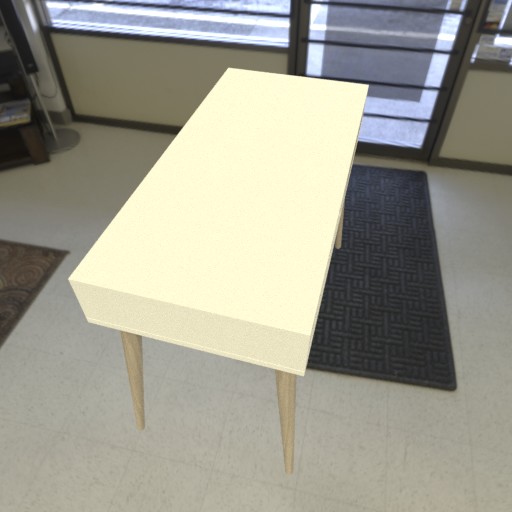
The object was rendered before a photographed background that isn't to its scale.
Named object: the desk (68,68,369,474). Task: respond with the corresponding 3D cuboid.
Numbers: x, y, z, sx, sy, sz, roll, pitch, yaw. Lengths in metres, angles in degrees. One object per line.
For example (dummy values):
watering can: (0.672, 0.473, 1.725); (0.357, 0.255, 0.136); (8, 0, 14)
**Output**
desk: (0.000, 0.000, 1.389); (0.491, 0.723, 0.979); (12, 47, 11)
